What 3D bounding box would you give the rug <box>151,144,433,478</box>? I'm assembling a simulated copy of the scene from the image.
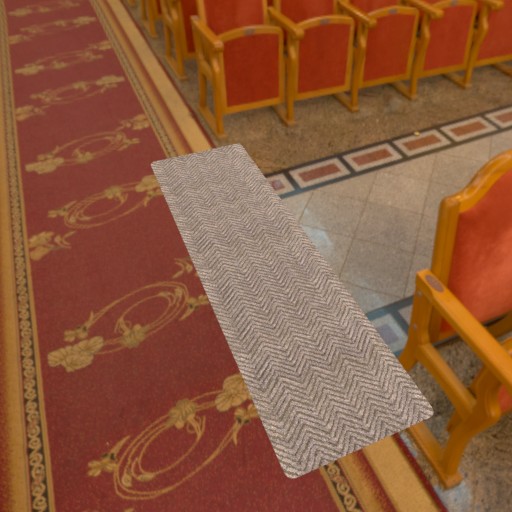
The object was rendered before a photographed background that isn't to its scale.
[{"bbox_3d":[0.000,0.000,2.497,0.686,0.008,2.286,-16,48,-16],"label":"rug"}]
